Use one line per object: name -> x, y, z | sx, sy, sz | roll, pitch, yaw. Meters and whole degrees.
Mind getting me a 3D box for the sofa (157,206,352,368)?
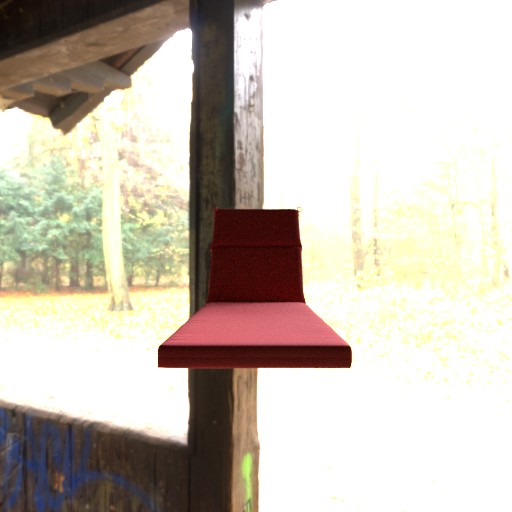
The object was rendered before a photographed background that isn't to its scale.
sofa -> 0.000, 0.000, 1.984 | 0.582, 0.622, 1.663 | 0, 0, 0
